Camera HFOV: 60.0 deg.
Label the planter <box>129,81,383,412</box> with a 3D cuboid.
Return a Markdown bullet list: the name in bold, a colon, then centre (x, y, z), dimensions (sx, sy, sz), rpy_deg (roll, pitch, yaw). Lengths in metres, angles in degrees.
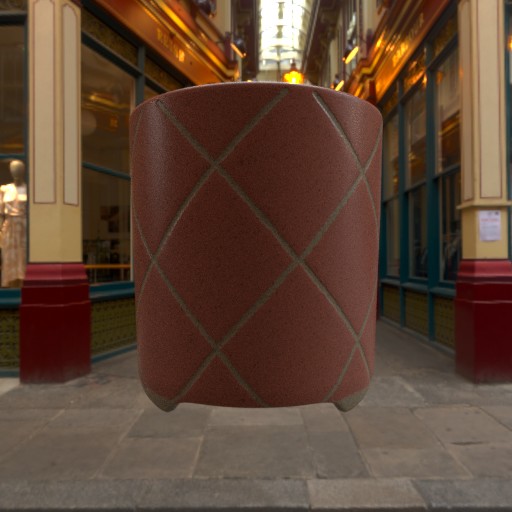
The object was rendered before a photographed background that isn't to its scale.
- **planter**: centre (0.000, 0.000, 0.346), dimensions (0.191, 0.200, 0.191), rpy_deg (0, 0, 0)
